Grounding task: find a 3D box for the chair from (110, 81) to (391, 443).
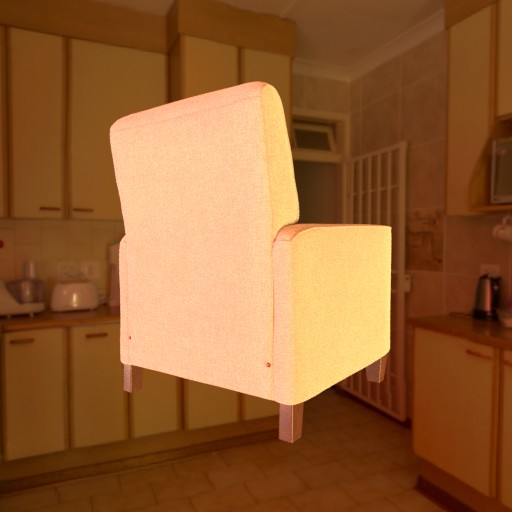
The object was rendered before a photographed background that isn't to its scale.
[{"bbox_3d":[0.000,0.000,1.721,0.845,1.023,0.859,1,2,36],"label":"chair"}]
